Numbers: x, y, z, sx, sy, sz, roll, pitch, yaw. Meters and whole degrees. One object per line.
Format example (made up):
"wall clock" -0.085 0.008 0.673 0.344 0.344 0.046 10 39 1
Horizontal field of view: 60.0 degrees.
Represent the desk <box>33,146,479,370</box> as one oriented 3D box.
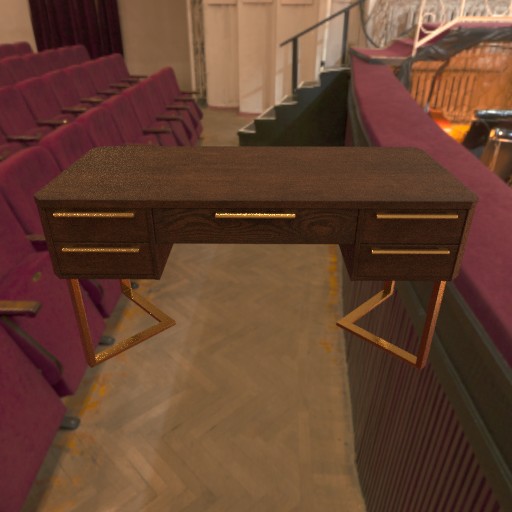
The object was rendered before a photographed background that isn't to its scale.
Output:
"desk" 0.000 0.000 1.900 1.479 0.762 0.684 0 29 1
